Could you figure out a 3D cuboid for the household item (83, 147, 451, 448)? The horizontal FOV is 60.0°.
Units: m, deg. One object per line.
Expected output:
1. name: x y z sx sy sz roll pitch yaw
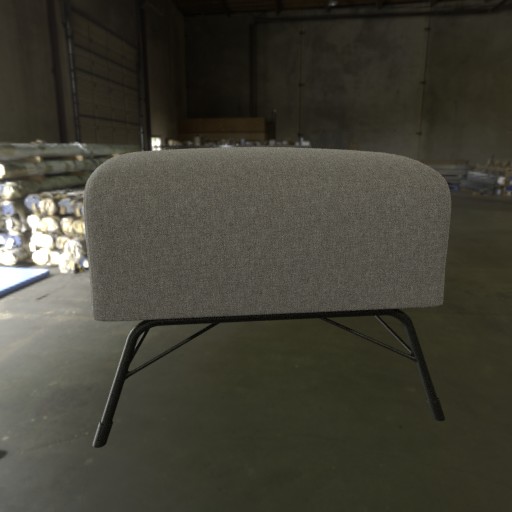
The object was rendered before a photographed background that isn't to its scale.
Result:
1. household item: 0.000 0.000 0.859 0.530 0.410 0.530 -2 14 -7
